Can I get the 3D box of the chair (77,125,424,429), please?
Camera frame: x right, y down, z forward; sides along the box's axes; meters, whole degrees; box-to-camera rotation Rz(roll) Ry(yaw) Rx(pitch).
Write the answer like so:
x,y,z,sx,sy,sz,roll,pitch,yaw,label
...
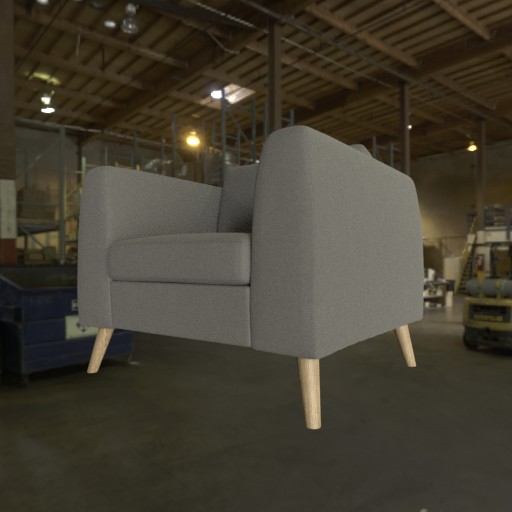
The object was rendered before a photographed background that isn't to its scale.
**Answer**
x,y,z,sx,sy,sz,roll,pitch,yaw,label
0.000,0.000,1.691,1.000,0.860,0.930,-1,-1,36,chair
